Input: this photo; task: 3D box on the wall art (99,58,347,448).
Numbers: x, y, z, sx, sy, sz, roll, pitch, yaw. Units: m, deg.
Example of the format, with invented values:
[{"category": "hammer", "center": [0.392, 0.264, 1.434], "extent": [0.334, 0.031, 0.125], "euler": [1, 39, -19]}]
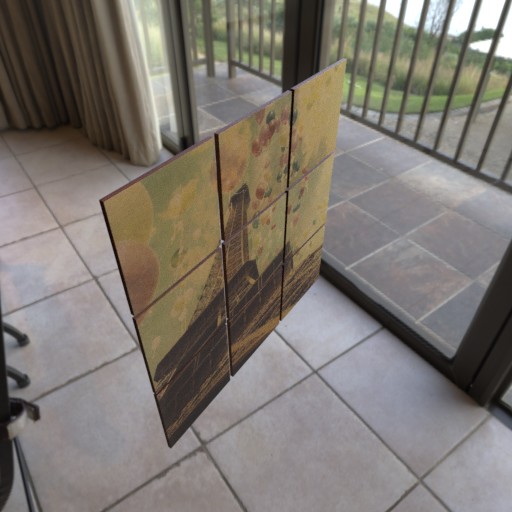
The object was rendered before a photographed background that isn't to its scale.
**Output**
[{"category": "wall art", "center": [0.000, 0.000, 1.835], "extent": [0.017, 1.246, 1.256], "euler": [25, 47, 26]}]
